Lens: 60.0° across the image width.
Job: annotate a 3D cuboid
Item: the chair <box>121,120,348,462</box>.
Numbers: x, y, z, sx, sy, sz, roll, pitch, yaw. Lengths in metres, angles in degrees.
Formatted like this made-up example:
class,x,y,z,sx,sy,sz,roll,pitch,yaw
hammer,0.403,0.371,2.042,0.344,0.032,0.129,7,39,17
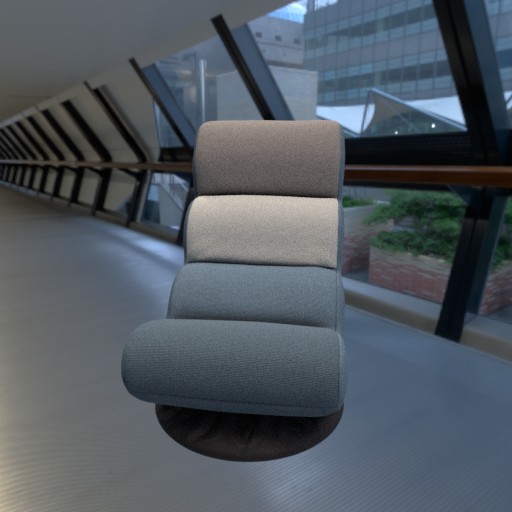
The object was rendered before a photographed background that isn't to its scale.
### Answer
class,x,y,z,sx,sy,sz,roll,pitch,yaw
chair,0.000,0.000,1.032,0.420,0.641,0.661,2,14,8
